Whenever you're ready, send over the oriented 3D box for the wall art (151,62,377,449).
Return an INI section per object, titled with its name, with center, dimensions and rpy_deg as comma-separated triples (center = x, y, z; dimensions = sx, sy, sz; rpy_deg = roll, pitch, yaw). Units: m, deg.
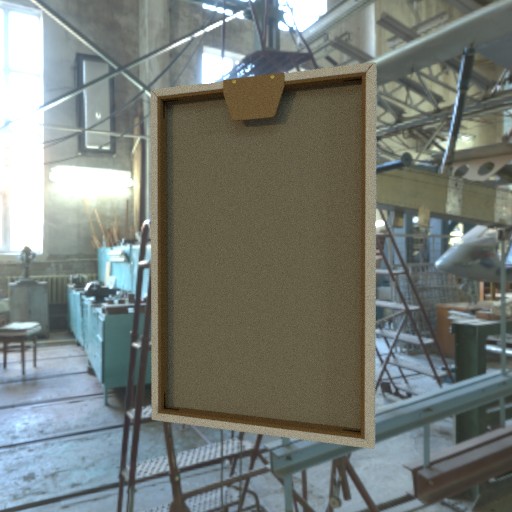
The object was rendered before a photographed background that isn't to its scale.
[wall art]
center = 0.000, 0.000, 1.154
dimensions = 0.602, 0.916, 0.048
rpy_deg = 0, 1, 18
